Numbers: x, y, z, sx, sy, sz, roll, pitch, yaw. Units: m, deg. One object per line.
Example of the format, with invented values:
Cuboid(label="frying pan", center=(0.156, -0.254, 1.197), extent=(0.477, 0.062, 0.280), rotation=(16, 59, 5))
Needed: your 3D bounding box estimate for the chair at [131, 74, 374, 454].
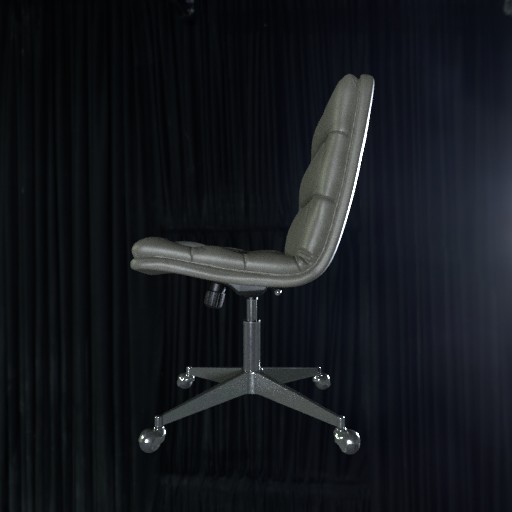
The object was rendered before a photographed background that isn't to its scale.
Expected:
Cuboid(label="chair", center=(0.000, 0.000, 1.022), extent=(0.485, 0.738, 0.422), rotation=(0, 1, 0))
